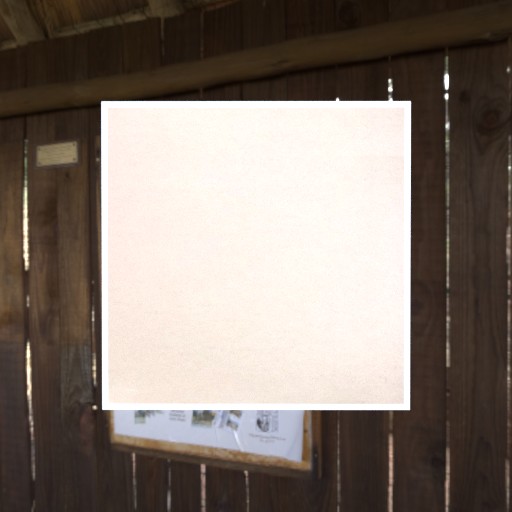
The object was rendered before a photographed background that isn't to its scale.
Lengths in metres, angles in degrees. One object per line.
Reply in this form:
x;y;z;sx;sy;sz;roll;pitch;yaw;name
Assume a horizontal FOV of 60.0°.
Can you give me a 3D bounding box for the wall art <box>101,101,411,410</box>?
0.000;0.000;0.807;0.557;0.557;0.012;0;0;0;wall art
